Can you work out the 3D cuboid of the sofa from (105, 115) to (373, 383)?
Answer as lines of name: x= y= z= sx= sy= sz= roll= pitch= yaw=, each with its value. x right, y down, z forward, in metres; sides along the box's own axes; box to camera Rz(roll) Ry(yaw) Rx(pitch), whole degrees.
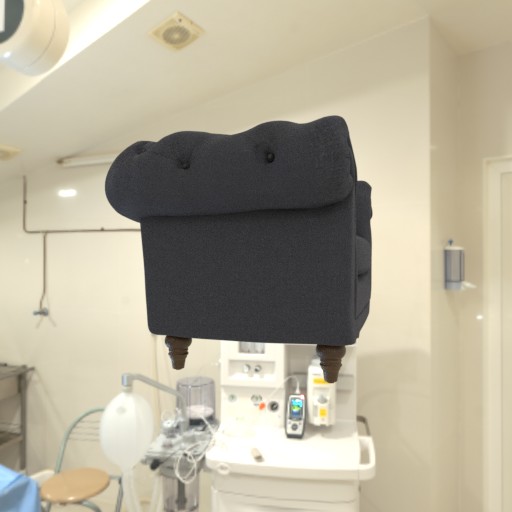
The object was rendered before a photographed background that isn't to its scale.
sofa: x=0.000 y=0.000 z=2.066 sx=1.032 sy=0.878 sz=1.405 roll=0 pitch=0 yaw=18
